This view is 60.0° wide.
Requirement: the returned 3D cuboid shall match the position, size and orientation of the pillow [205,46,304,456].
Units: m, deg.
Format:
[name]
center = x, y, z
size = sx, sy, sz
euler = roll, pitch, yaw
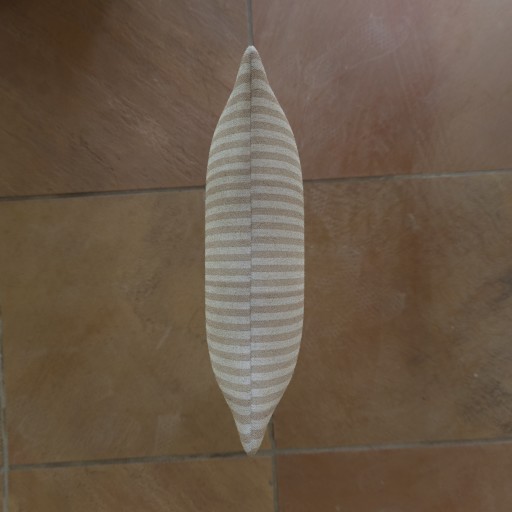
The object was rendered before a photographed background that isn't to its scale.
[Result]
[pillow]
center = 0.000, 0.000, 0.806
size = 0.166, 0.510, 0.523
euler = 0, 89, 0
